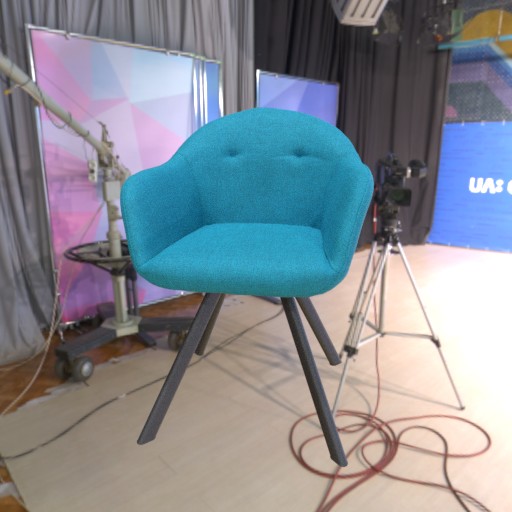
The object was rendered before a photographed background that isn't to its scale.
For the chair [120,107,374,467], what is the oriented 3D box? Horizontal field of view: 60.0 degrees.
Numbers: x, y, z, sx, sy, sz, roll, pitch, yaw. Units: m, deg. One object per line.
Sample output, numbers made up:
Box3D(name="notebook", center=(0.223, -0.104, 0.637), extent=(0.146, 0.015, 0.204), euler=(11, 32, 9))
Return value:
Box3D(name="chair", center=(0.000, 0.000, 1.162), extent=(0.545, 0.775, 0.565), euler=(2, 15, 9))
